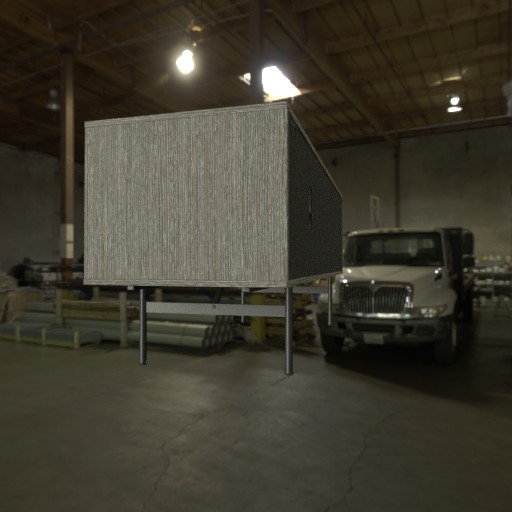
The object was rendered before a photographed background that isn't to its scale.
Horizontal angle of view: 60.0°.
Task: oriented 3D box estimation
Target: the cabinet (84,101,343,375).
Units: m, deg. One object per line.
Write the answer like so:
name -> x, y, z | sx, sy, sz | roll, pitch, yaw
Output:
cabinet -> 0.000, 0.000, 1.580 | 0.500, 0.599, 1.300 | 0, -1, 16
